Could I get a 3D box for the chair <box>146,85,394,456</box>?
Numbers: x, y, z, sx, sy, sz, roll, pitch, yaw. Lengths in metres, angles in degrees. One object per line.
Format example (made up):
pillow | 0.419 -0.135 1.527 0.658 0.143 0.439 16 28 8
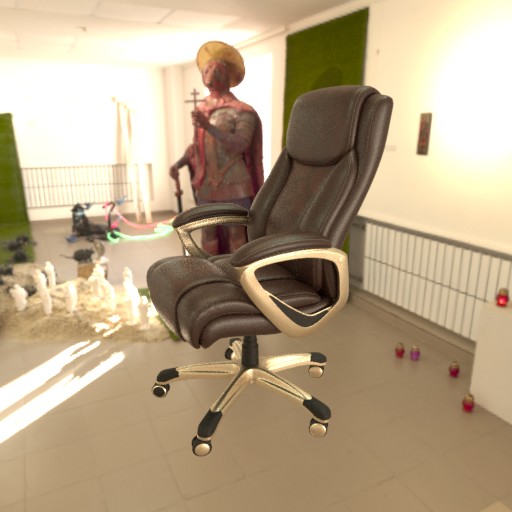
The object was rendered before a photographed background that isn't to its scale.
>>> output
chair | 0.000 0.000 1.631 0.749 1.194 0.692 -8 18 -26
